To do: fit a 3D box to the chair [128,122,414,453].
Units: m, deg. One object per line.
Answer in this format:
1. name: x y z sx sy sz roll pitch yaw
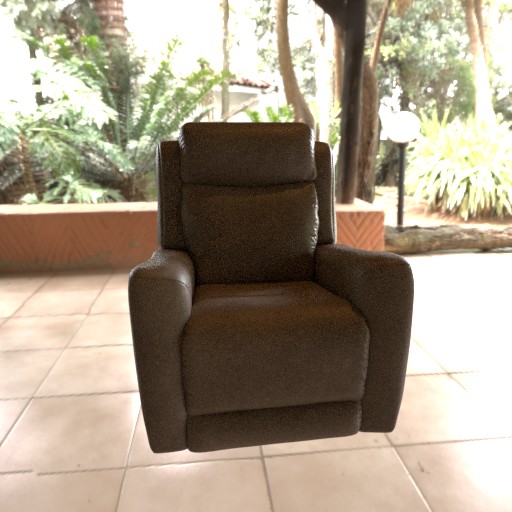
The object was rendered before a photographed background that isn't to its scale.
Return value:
1. chair: 0.000 0.000 1.883 0.967 1.116 1.068 -2 15 -7
